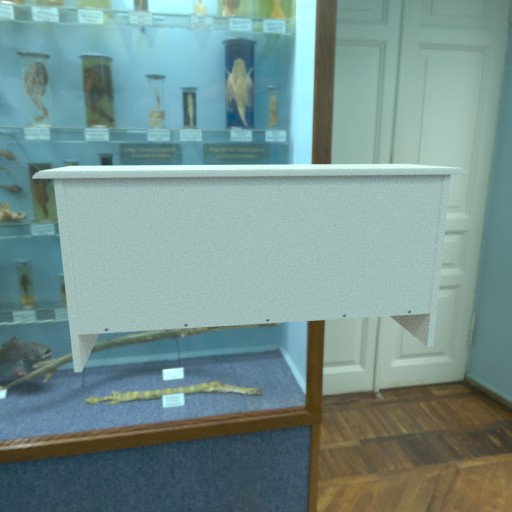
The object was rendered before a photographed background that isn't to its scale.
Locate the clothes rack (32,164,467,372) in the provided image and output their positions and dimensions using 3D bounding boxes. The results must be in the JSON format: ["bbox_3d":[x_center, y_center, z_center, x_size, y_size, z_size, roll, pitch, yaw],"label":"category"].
[{"bbox_3d":[0.000,0.000,1.345,1.120,0.531,0.324,-2,14,-9],"label":"clothes rack"}]
